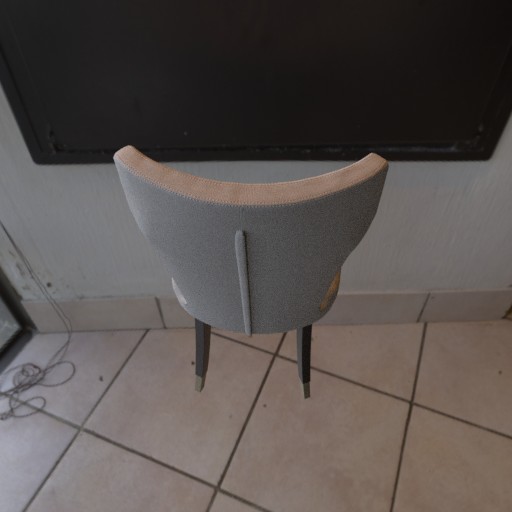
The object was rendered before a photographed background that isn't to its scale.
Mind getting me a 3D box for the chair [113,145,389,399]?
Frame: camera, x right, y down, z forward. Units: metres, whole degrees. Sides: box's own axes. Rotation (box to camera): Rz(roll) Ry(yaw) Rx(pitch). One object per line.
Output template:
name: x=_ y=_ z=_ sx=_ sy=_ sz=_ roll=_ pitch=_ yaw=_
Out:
chair: x=0.000 y=0.000 z=1.281 sx=0.526 sy=0.950 sz=0.630 roll=3 pitch=47 yaw=3
